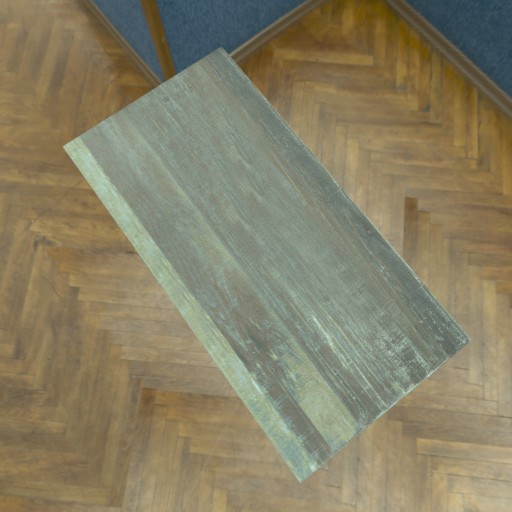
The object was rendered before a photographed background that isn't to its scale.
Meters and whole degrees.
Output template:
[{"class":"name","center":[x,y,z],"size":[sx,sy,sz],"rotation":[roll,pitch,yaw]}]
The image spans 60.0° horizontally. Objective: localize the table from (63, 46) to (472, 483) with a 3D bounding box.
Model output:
[{"class":"table","center":[0.000,0.000,1.383],"size":[0.554,0.399,1.088],"rotation":[-36,79,-8]}]
